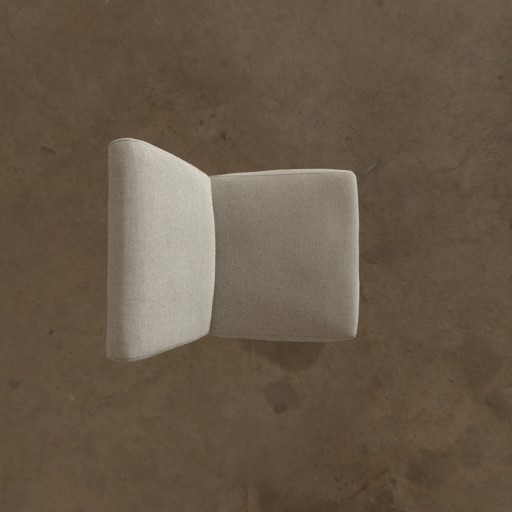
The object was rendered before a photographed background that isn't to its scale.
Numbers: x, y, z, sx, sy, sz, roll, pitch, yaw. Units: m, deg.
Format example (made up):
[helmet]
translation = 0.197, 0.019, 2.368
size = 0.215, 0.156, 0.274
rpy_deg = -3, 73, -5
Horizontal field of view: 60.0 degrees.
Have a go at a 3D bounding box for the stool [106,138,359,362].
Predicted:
[stool]
translation = 0.000, 0.000, 1.411
size = 0.606, 1.085, 0.507
rpy_deg = 0, 89, 0
